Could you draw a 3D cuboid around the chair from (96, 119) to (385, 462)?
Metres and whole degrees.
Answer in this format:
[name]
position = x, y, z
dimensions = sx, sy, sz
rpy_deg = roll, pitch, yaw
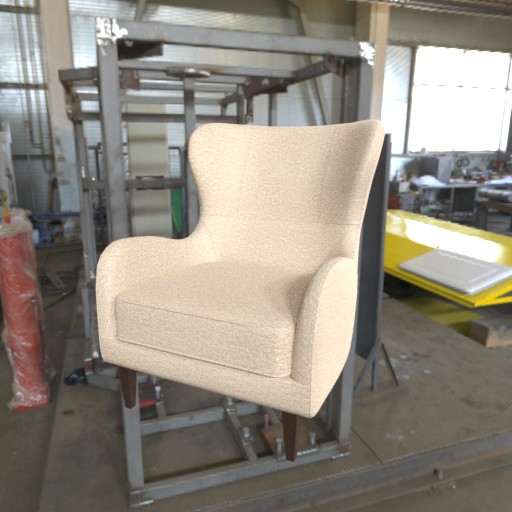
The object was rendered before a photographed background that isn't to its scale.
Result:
[chair]
position = 0.000, 0.000, 1.779
dimensions = 0.861, 1.064, 0.984
rpy_deg = 7, 16, 25
